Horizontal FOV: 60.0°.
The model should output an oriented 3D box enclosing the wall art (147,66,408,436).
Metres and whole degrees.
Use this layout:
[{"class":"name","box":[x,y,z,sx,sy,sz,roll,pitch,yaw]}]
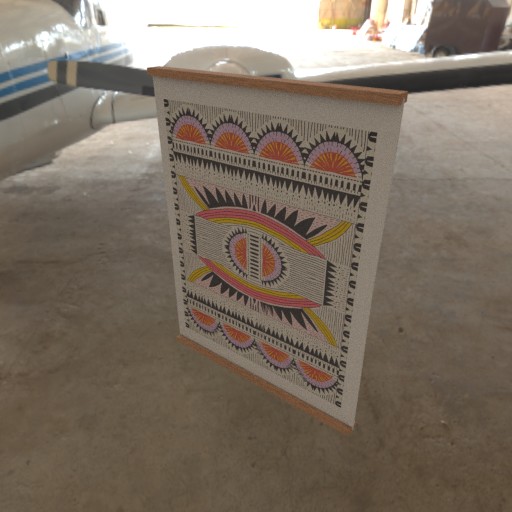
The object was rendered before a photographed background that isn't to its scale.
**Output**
[{"class":"wall art","box":[0.000,0.000,0.809,0.456,0.609,0.028,20,35,32]}]
